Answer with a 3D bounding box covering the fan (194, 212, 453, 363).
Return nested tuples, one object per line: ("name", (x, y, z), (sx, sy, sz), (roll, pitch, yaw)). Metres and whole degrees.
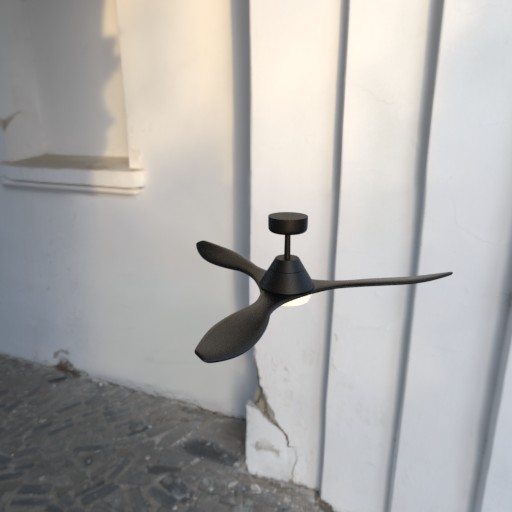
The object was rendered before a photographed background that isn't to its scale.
("fan", (0.000, 0.000, 1.611), (1.067, 0.305, 1.067), (14, 22, 40))
